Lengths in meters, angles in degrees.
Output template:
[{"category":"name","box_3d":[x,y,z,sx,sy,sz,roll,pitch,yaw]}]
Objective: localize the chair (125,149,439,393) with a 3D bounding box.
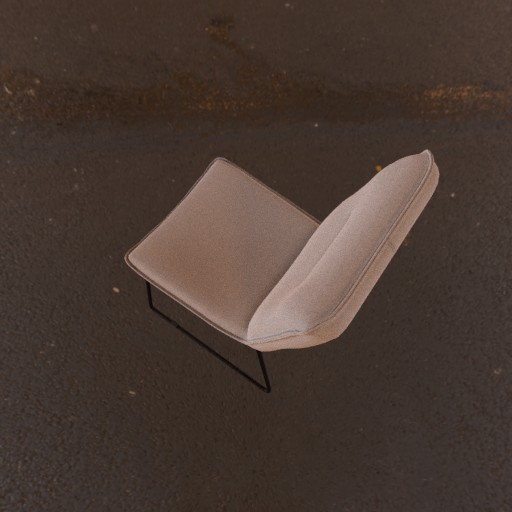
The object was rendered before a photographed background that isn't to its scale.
[{"category":"chair","box_3d":[0.000,0.000,1.363,0.688,0.930,0.515,33,68,15]}]
